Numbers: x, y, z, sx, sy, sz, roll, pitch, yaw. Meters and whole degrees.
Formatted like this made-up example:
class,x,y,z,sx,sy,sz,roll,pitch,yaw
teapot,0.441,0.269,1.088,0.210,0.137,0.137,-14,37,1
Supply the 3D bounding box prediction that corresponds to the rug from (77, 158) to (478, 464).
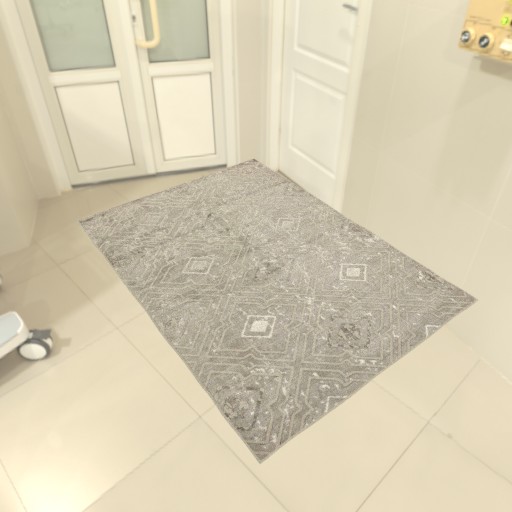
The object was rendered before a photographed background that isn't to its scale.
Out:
class,x,y,z,sx,sy,sz,roll,pitch,yaw
rug,0.000,0.000,4.412,2.448,0.020,3.359,-25,46,-27
